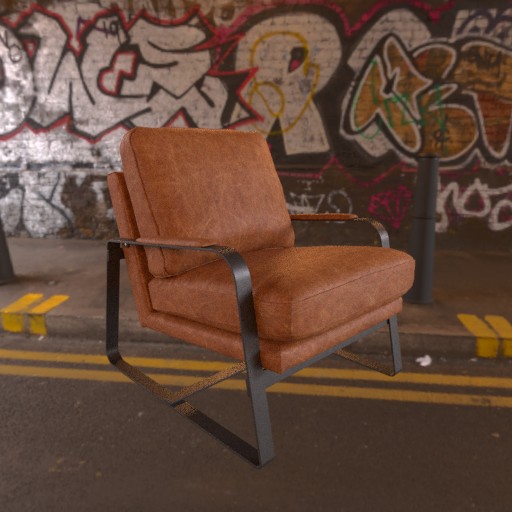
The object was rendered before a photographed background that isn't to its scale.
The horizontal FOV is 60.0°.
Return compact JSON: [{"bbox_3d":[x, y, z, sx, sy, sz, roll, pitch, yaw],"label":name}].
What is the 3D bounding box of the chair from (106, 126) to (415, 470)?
[{"bbox_3d":[0.000,0.000,1.369,0.651,0.777,0.801,-13,19,-43],"label":"chair"}]
